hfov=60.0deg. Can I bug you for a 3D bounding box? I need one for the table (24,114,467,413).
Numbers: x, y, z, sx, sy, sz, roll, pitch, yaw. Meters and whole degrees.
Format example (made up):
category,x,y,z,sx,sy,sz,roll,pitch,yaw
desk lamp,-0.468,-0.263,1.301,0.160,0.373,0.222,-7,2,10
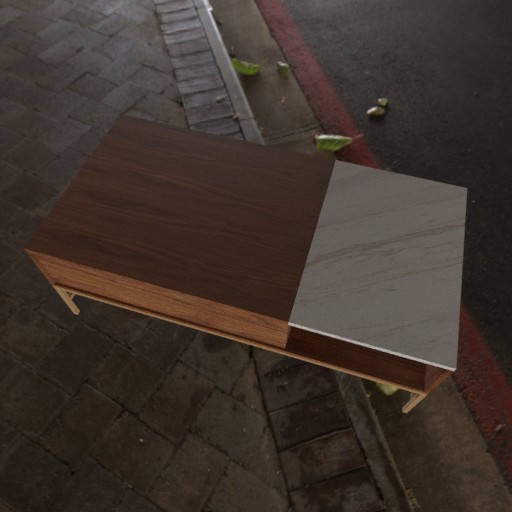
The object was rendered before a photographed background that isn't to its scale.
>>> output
category,x,y,z,sx,sy,sz,roll,pitch,yaw
table,0.000,0.000,1.949,1.553,0.551,0.789,14,58,9
